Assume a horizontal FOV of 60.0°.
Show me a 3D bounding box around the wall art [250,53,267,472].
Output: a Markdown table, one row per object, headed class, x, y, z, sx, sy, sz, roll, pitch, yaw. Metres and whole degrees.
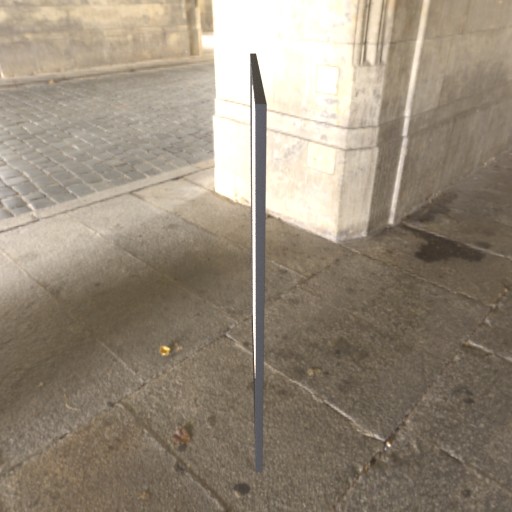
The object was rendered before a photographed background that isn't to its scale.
| class | x | y | z | sx | sy | sz | roll | pitch | yaw |
| --- | --- | --- | --- | --- | --- | --- | --- | --- | --- |
| wall art | 0.000 | 0.000 | 0.845 | 0.013 | 0.657 | 0.457 | -1 | 31 | -1 |
